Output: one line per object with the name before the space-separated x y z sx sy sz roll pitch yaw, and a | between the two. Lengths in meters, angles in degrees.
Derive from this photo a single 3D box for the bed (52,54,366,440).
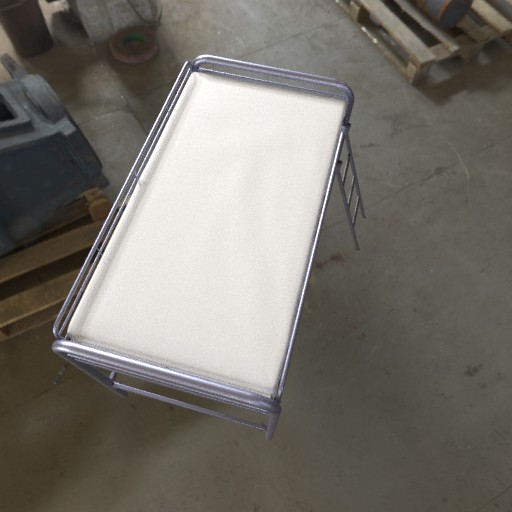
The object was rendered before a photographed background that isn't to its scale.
bed | 0.000 0.000 2.841 1.415 1.288 1.965 14 63 7
